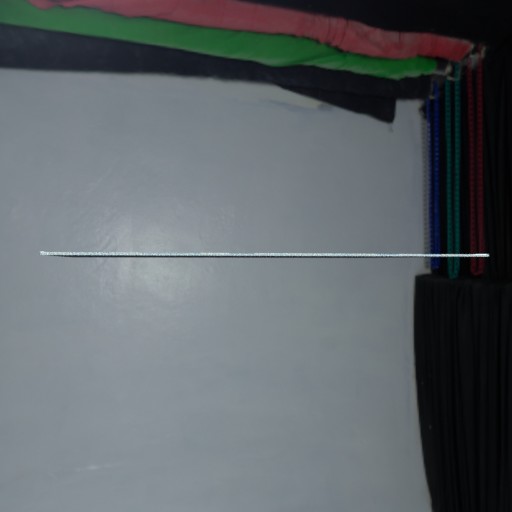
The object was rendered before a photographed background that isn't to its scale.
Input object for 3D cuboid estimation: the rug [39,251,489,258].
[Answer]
[{"bbox_3d":[0.000,0.000,2.995,2.438,0.015,1.518,0,-1,-18],"label":"rug"}]
